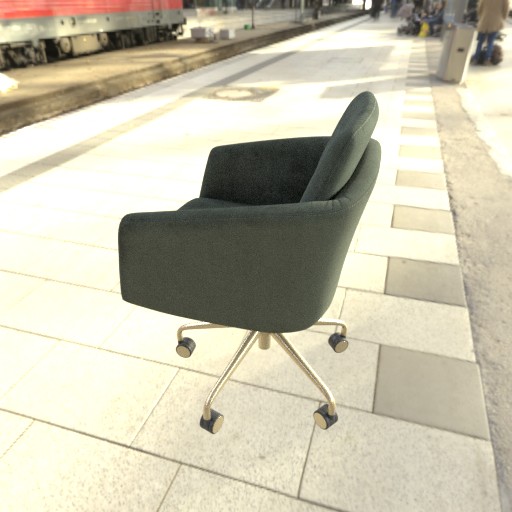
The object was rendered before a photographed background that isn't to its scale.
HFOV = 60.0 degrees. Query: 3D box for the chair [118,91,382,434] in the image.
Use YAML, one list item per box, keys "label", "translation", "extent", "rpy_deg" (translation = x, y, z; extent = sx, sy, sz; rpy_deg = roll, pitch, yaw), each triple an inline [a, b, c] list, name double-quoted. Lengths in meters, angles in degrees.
- label: "chair"
  translation: [0.000, 0.000, 1.324]
  extent: [0.635, 0.908, 0.641]
  rpy_deg: [8, 31, 13]
